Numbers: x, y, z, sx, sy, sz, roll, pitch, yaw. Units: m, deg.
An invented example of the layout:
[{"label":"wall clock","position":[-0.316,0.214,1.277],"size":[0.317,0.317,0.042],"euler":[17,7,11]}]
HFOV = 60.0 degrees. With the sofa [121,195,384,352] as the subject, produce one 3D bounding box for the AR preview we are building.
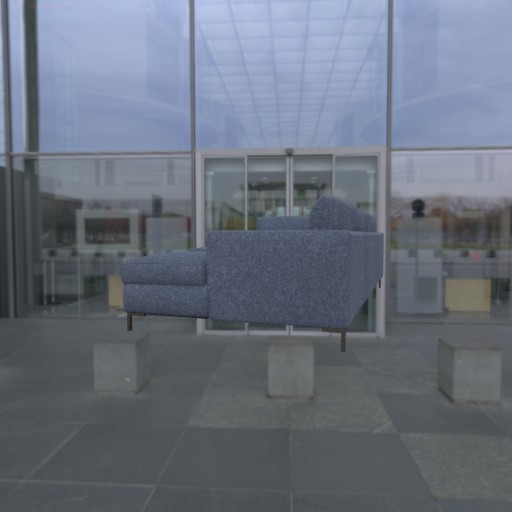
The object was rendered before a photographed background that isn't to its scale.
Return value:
[{"label":"sofa","position":[0.000,0.000,3.904],"size":[2.007,0.813,2.956],"euler":[1,3,19]}]
